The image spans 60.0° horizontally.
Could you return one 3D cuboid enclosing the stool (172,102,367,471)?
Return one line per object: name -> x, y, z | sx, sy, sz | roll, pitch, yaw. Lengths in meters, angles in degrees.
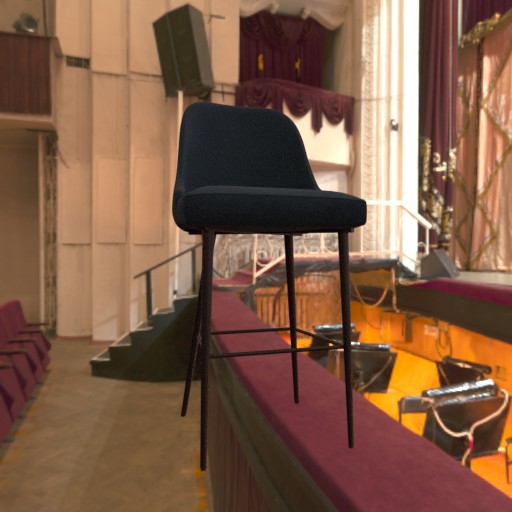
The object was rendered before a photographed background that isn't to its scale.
stool -> 0.000, 0.000, 1.380 | 0.527, 1.079, 0.489 | 0, 1, -18
